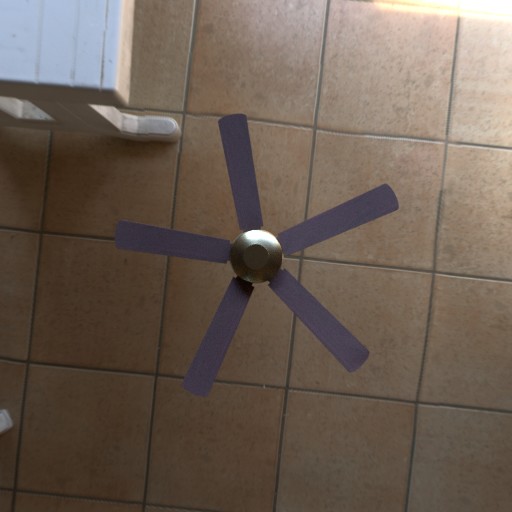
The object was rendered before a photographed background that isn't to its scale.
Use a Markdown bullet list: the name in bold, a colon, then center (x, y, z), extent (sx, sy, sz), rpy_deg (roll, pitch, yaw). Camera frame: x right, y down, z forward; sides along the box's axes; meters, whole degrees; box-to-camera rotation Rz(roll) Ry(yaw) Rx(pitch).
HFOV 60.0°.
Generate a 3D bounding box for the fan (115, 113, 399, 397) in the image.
- **fan**: center (0.000, 0.000, 1.983), extent (1.321, 0.356, 1.321), rpy_deg (0, 90, 0)
